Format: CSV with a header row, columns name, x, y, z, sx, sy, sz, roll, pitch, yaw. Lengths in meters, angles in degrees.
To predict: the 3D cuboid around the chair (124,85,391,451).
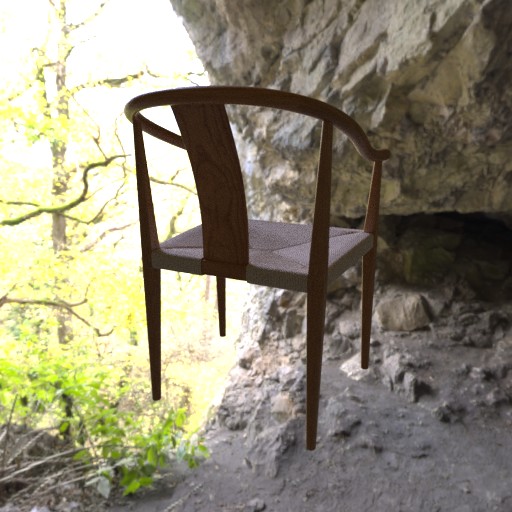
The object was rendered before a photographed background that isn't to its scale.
name,x,y,z,sx,sy,sz,roll,pitch,yaw
chair,0.000,0.000,1.173,0.556,0.800,0.579,8,18,25
